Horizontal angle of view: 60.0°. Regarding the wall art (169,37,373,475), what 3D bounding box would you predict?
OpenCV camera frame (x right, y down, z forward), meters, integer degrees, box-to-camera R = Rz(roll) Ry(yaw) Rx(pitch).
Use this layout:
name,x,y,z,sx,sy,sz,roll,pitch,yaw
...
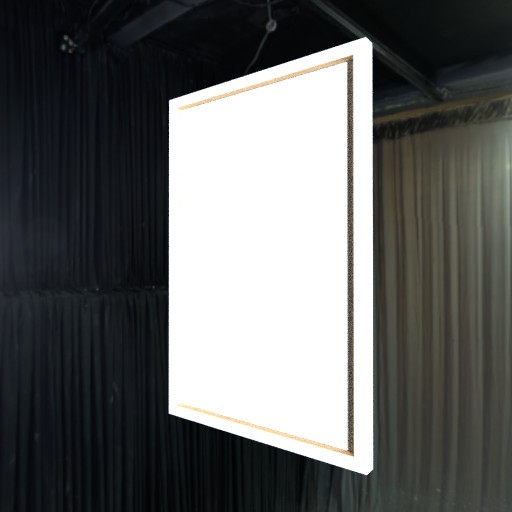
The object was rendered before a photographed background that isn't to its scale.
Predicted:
name,x,y,z,sx,sy,sz,roll,pitch,yaw
wall art,0.000,0.000,1.123,0.607,0.912,0.038,0,-1,37
